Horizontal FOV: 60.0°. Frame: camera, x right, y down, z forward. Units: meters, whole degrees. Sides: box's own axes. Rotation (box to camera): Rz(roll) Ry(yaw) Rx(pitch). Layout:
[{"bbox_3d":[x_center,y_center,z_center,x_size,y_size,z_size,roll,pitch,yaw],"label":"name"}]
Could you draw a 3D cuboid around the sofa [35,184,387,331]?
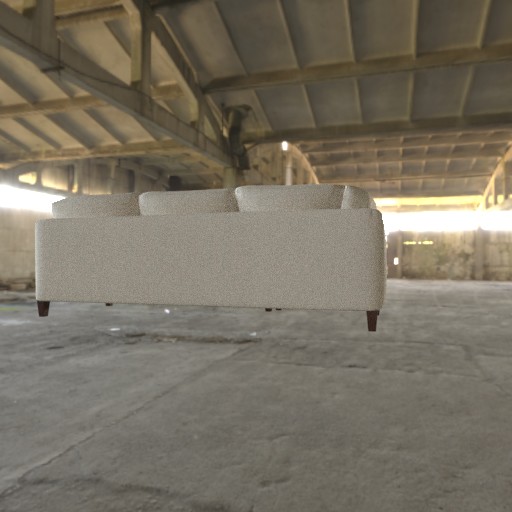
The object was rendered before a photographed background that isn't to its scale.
[{"bbox_3d":[0.000,0.000,4.559,2.593,0.947,3.302,0,-1,17],"label":"sofa"}]
